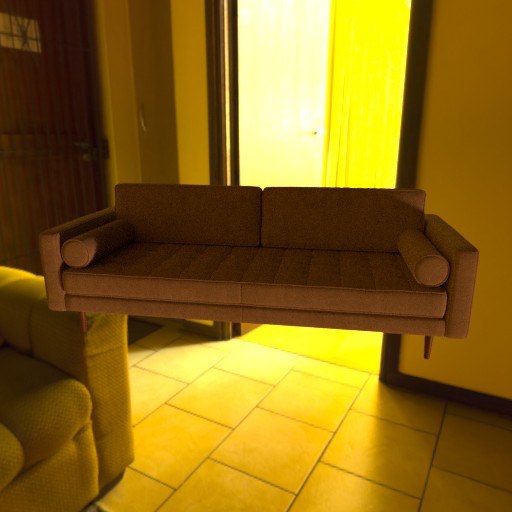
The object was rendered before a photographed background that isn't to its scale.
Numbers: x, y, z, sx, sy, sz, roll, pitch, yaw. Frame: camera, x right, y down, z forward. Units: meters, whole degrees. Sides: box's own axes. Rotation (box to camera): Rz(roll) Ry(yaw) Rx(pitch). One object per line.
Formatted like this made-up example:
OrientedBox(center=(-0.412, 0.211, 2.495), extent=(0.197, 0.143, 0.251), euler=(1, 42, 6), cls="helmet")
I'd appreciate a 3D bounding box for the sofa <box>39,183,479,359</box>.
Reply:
OrientedBox(center=(0.000, 0.000, 2.610), extent=(2.200, 0.770, 0.919), euler=(3, 16, 9), cls="sofa")
